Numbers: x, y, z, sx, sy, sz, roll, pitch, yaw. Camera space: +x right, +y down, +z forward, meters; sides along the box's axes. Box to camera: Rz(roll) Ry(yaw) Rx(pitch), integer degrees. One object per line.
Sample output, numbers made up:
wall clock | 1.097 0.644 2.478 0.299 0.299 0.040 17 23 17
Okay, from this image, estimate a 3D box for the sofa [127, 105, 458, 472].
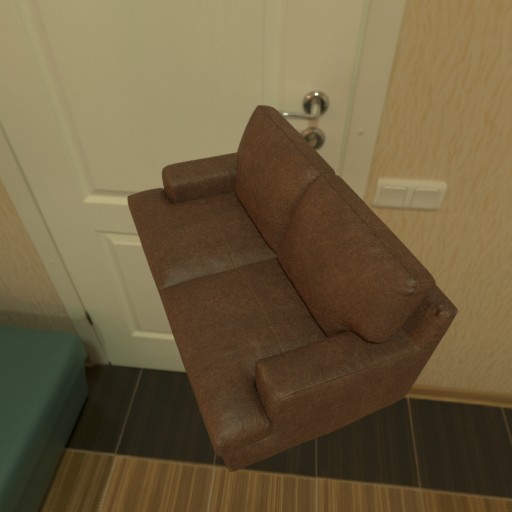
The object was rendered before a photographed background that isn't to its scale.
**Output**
sofa | 0.000 0.000 2.513 1.143 0.939 1.880 -17 48 -16
